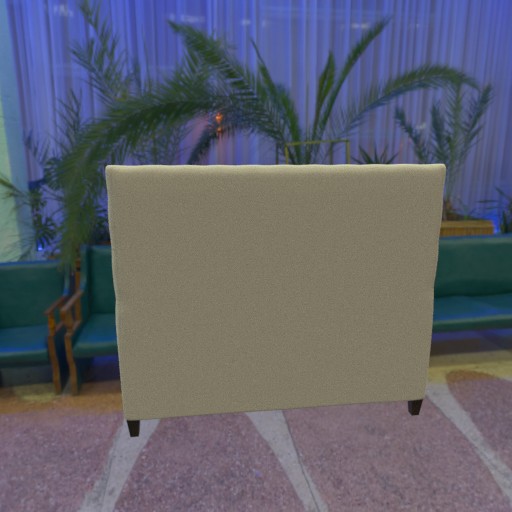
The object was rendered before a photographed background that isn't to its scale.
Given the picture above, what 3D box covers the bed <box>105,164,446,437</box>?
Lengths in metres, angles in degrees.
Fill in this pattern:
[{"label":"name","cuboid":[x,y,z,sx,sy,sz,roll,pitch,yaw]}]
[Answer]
[{"label":"bed","cuboid":[0.000,0.000,3.354,1.696,1.426,2.233,-2,14,-7]}]
